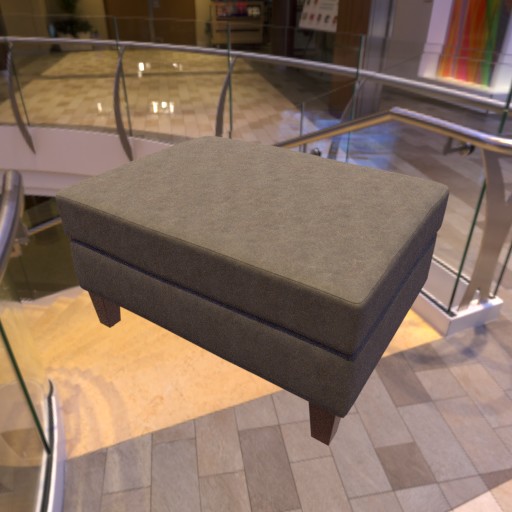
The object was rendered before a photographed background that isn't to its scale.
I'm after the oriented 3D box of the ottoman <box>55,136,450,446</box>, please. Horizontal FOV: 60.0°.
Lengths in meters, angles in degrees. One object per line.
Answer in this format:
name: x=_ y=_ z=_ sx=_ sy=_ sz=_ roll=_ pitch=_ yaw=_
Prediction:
ottoman: x=0.000 y=0.000 z=1.253 sx=0.839 sy=0.464 sz=0.639 roll=19 pitch=36 yaw=28
